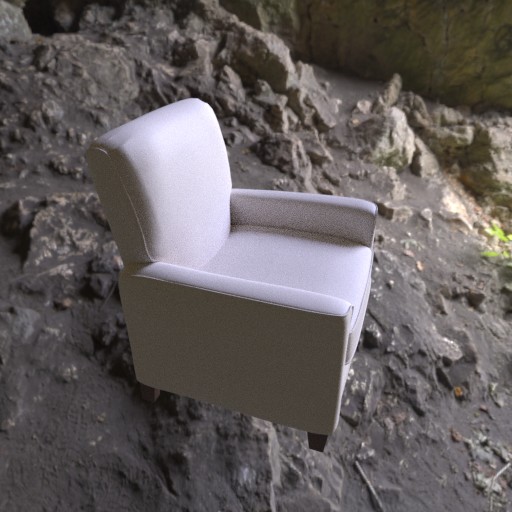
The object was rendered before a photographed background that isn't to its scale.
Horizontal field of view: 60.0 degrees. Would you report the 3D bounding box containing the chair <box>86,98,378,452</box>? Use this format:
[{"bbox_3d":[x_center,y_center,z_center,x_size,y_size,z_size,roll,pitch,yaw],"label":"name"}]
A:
[{"bbox_3d":[0.000,0.000,1.684,0.858,1.028,0.841,10,32,16],"label":"chair"}]
